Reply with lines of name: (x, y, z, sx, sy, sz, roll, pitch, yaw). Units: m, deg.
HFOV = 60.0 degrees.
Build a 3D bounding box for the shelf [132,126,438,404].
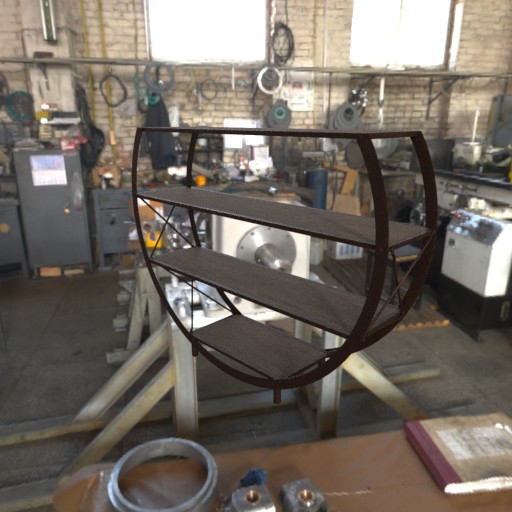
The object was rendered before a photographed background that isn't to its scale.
shelf: (0.000, 0.000, 1.928, 1.403, 1.063, 0.344, 16, 23, 42)
